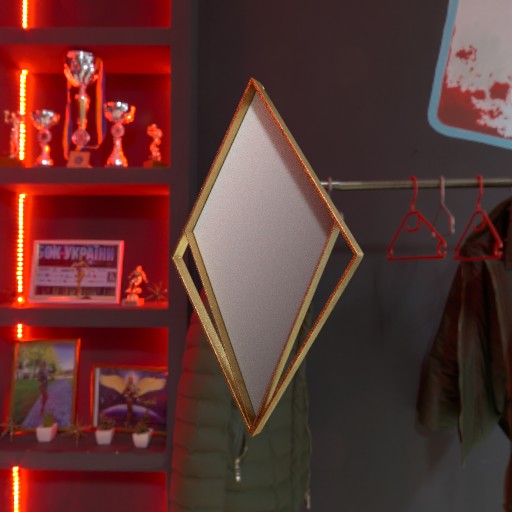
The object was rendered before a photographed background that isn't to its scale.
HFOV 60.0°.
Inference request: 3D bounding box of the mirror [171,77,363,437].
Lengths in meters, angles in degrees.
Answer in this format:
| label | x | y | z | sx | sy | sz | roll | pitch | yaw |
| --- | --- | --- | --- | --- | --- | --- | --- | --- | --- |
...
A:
| label | x | y | z | sx | sy | sz | roll | pitch | yaw |
| --- | --- | --- | --- | --- | --- | --- | --- | --- | --- |
| mirror | 0.000 | 0.000 | 0.850 | 0.419 | 0.679 | 0.032 | -1 | -1 | 34 |
